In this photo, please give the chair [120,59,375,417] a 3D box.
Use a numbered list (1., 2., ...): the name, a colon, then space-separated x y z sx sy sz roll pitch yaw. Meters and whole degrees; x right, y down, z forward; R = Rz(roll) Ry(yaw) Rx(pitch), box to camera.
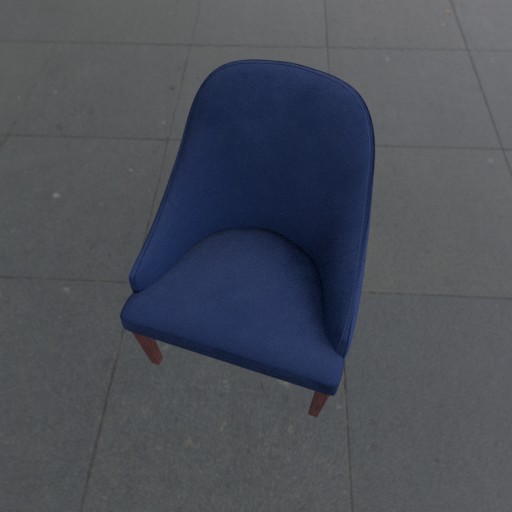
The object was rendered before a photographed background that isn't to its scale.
1. chair: 0.000 0.000 1.285 0.643 0.889 0.575 15 58 10
